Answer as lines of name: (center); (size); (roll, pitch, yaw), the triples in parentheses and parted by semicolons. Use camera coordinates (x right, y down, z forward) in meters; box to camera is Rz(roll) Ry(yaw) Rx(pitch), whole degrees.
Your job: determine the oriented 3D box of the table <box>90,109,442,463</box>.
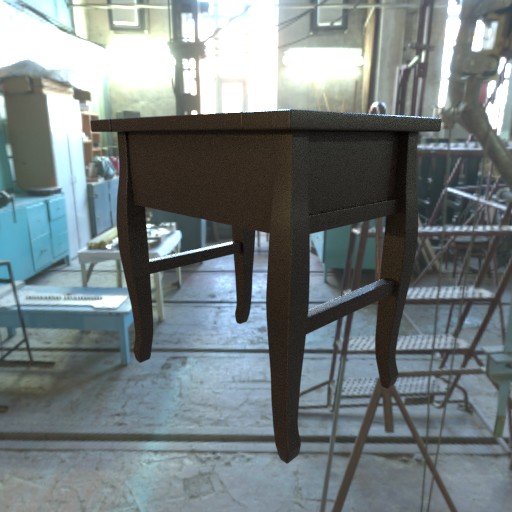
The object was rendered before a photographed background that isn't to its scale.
table: (0.000, 0.000, 1.024); (0.460, 0.605, 0.602); (-14, 21, -42)
